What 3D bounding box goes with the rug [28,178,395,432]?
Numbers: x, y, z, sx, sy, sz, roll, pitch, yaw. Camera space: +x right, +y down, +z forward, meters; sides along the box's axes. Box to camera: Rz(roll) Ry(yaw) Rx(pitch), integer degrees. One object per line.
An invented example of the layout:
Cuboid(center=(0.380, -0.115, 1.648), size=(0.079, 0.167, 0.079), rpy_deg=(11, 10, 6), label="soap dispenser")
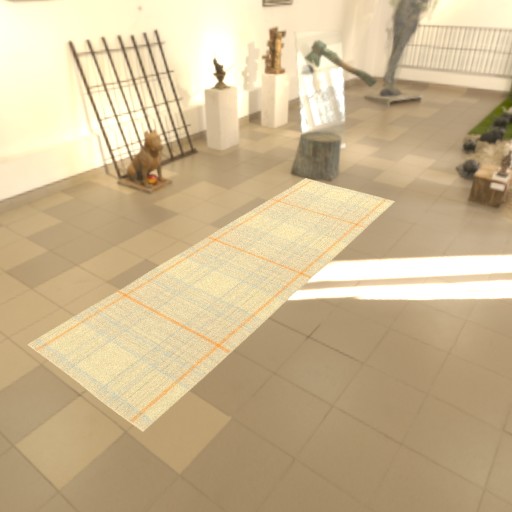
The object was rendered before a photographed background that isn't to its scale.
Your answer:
Cuboid(center=(0.000, 0.000, 2.641), size=(0.770, 0.016, 2.442), rpy_deg=(21, 38, 30), label="rug")
